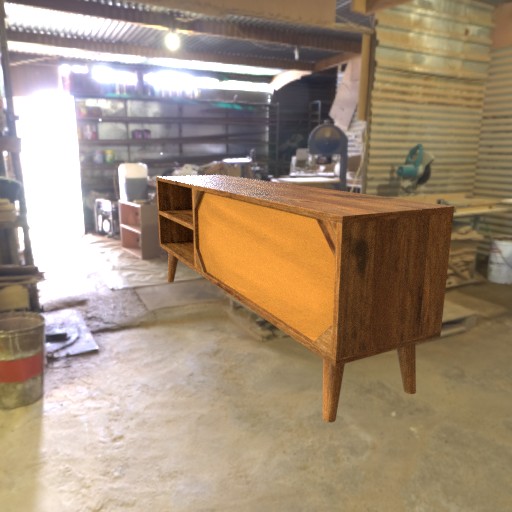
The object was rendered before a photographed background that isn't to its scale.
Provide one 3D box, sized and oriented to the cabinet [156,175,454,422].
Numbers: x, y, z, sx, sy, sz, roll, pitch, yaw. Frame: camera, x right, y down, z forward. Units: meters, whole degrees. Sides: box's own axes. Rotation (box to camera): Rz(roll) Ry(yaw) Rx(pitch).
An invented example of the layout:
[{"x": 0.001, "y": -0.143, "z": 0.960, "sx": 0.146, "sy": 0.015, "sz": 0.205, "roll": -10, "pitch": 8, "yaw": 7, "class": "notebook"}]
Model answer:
[{"x": 0.000, "y": 0.000, "z": 1.704, "sx": 0.349, "sy": 0.528, "sz": 1.448, "roll": -7, "pitch": 16, "yaw": -27, "class": "cabinet"}]
